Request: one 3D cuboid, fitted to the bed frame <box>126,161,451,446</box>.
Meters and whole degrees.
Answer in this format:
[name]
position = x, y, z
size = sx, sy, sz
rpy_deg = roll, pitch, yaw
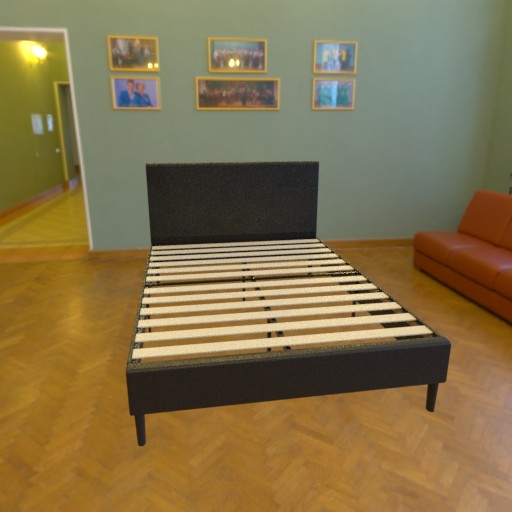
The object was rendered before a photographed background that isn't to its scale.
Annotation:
[bed frame]
position = 0.000, 0.000, 2.908
size = 1.469, 1.046, 2.152
rpy_deg = -3, 17, -10
